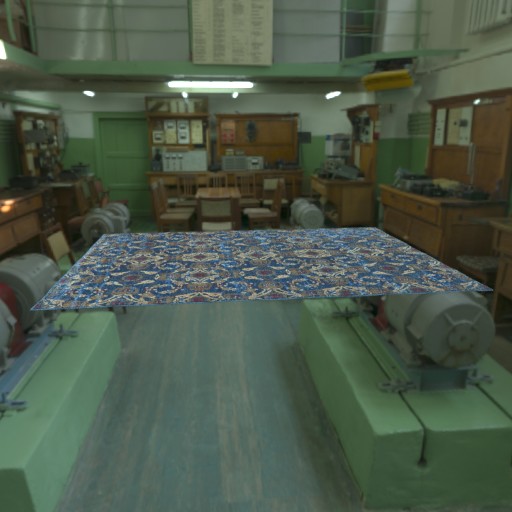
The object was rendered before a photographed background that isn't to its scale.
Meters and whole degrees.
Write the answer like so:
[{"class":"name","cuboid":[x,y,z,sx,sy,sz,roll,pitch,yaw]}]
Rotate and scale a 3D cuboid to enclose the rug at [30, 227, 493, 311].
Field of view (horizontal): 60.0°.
[{"class":"rug","cuboid":[0.000,0.000,4.235,3.291,0.013,2.337,-2,15,-7]}]
